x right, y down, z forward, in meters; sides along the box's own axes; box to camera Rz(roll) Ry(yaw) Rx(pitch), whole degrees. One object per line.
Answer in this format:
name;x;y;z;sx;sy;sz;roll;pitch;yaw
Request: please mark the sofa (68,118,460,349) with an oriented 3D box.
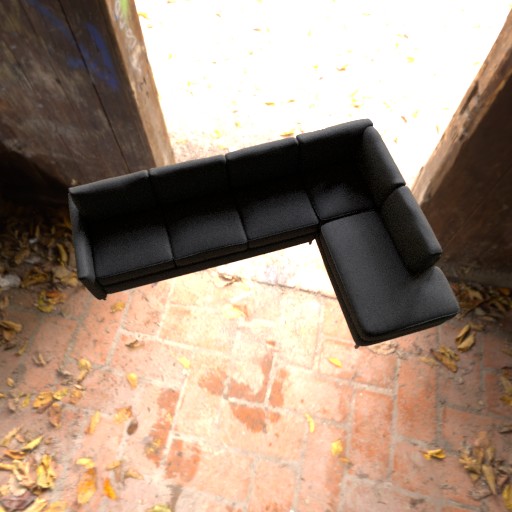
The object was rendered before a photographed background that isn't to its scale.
sofa;0.000;0.000;3.889;2.972;0.858;1.984;-14;64;-7
